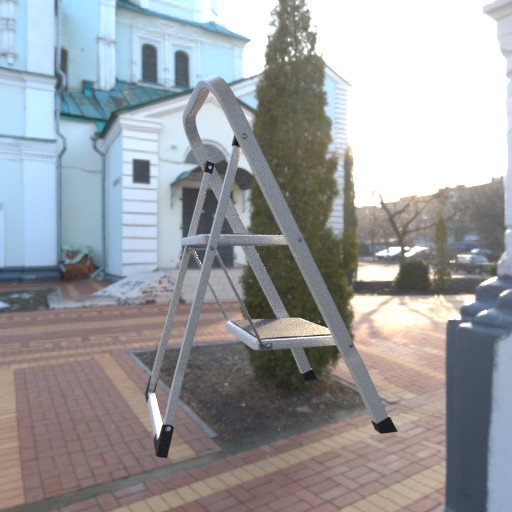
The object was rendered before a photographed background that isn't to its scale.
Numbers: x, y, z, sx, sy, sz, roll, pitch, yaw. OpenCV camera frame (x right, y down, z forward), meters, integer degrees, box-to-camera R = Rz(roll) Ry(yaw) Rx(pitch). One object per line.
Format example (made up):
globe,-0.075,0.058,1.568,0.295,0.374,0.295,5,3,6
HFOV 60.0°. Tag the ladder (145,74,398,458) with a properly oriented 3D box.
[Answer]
ladder,0.000,0.000,1.157,0.544,0.810,0.460,0,1,-17
